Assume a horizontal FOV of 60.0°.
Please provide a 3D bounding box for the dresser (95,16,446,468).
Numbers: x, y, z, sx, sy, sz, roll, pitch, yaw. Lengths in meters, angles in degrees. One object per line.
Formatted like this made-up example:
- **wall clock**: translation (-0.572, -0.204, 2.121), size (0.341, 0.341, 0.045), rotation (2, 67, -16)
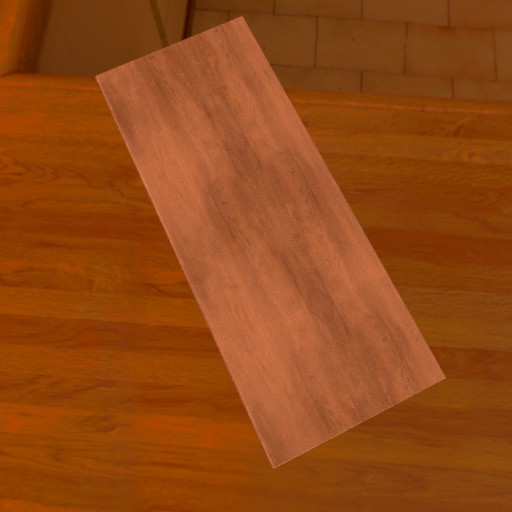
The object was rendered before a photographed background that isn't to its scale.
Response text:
- **dresser**: translation (0.000, 0.000, 1.407), size (0.404, 0.816, 0.994), rotation (-25, 78, -6)
